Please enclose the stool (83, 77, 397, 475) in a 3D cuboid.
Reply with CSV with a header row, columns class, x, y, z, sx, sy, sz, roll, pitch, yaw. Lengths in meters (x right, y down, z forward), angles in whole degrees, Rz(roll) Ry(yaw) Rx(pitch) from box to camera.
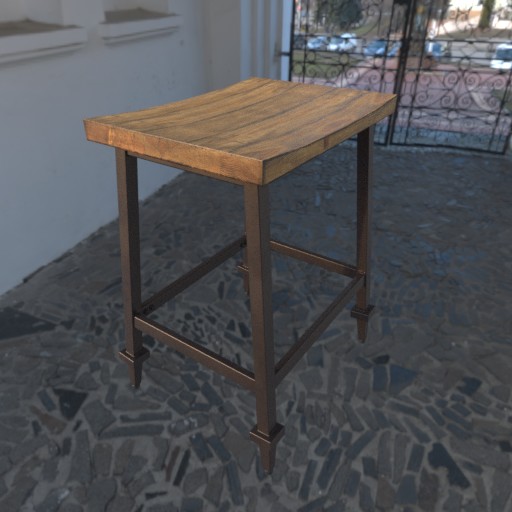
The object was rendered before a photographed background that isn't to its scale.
class,x,y,z,sx,sy,sz,roll,pitch,yaw
stool,0.000,0.000,0.948,0.405,0.625,0.486,20,37,29
